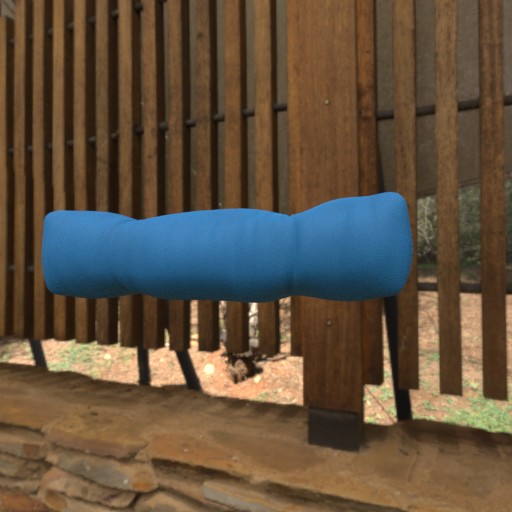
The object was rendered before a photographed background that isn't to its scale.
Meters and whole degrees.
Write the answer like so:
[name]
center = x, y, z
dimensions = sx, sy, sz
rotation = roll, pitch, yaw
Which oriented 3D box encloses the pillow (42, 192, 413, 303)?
[pillow]
center = 0.000, 0.000, 0.743
dimensions = 0.490, 0.128, 0.468
rotation = 0, -1, 19
